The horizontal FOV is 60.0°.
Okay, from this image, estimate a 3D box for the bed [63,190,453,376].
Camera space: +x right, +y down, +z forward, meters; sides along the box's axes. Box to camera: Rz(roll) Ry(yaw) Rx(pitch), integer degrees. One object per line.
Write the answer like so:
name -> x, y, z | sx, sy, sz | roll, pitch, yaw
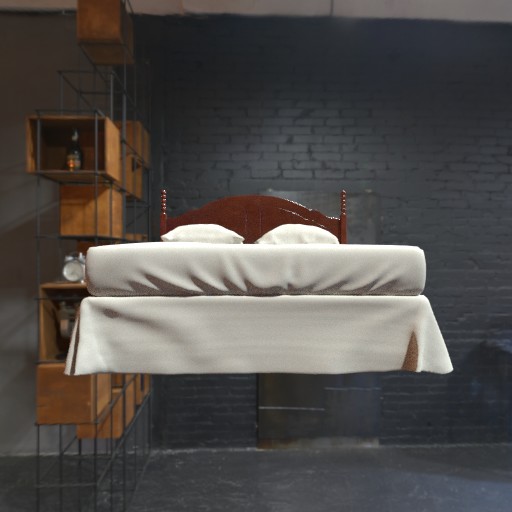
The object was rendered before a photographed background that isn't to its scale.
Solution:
bed -> 0.000, 0.000, 3.515 | 2.322, 1.355, 2.219 | 0, 0, -1
